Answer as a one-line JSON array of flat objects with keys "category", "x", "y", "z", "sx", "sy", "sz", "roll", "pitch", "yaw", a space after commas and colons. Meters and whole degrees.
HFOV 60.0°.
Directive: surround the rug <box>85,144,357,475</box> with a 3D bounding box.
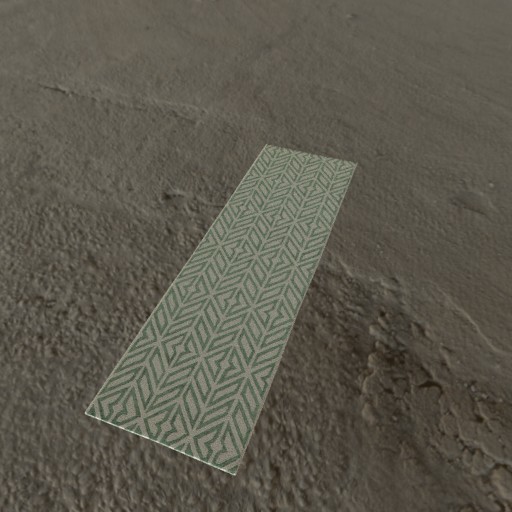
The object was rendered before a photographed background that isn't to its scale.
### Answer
[{"category": "rug", "x": 0.000, "y": 0.000, "z": 2.726, "sx": 0.750, "sy": 0.009, "sz": 2.435, "roll": 15, "pitch": 48, "yaw": 14}]
